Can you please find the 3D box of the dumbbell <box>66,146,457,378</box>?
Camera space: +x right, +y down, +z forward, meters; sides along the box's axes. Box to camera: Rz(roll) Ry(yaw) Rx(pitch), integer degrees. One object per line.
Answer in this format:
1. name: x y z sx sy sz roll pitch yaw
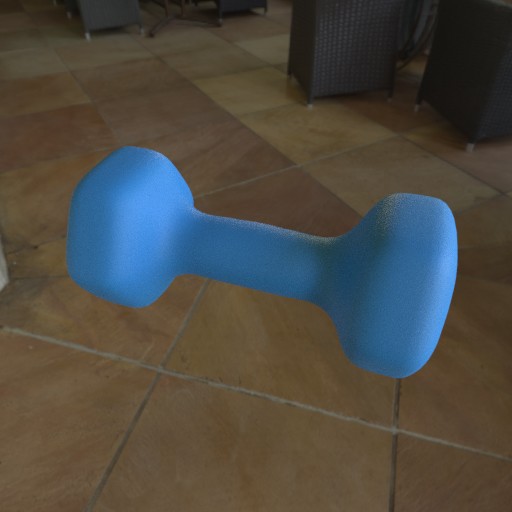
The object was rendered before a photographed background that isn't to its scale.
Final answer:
1. dumbbell: 0.000 0.000 0.186 0.152 0.066 0.074 13 43 14
